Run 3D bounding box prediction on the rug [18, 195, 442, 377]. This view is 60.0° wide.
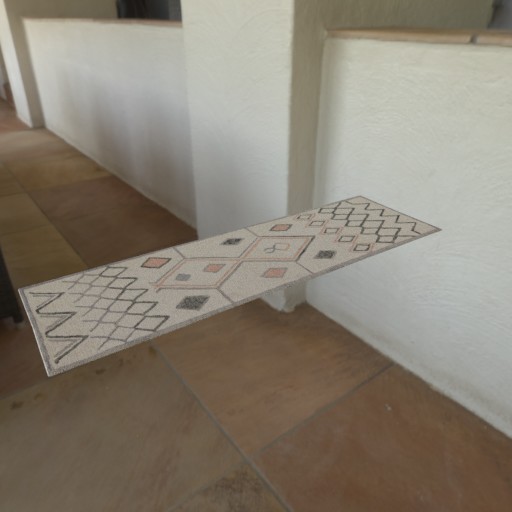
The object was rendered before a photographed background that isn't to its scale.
[{"bbox_3d":[0.000,0.000,2.592,2.435,0.011,0.750,-18,33,-29],"label":"rug"}]
